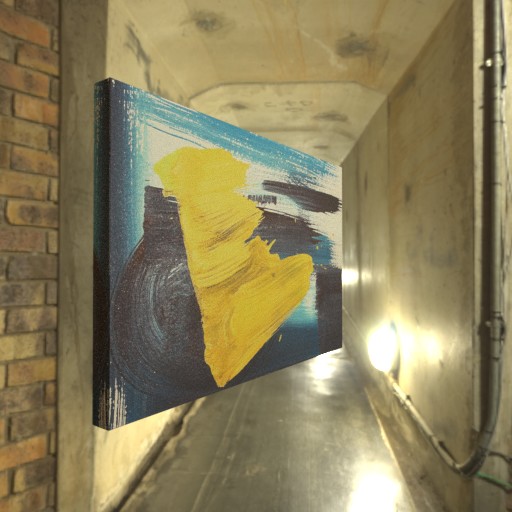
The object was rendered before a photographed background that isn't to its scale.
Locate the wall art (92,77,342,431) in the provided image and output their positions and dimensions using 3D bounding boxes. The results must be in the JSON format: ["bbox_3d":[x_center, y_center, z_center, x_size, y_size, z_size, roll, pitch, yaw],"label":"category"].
[{"bbox_3d":[0.000,0.000,0.762,0.033,0.406,0.609,-1,-1,36],"label":"wall art"}]
